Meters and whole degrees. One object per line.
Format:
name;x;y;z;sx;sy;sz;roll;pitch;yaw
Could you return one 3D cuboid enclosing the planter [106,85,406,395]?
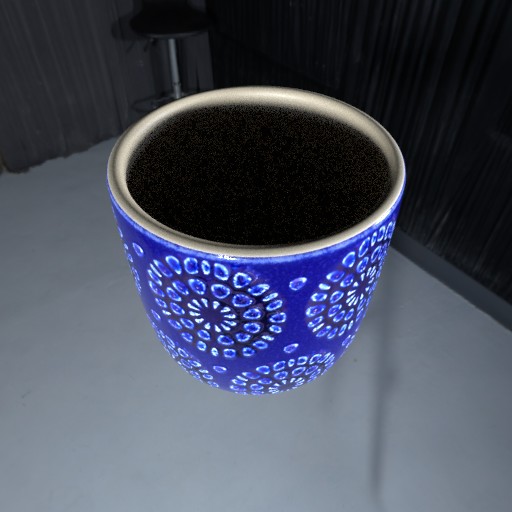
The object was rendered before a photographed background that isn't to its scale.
planter;0.000;0.000;0.203;0.109;0.112;0.109;0;46;0
